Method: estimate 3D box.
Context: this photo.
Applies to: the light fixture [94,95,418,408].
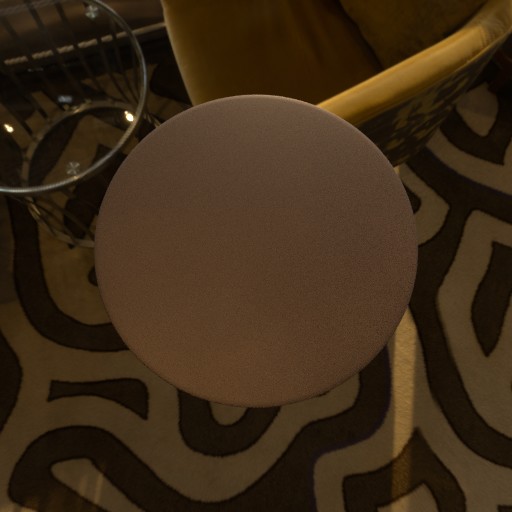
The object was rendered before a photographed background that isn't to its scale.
[{"bbox_3d":[0.000,0.000,0.448,0.280,0.135,0.280,0,76,0],"label":"light fixture"}]
